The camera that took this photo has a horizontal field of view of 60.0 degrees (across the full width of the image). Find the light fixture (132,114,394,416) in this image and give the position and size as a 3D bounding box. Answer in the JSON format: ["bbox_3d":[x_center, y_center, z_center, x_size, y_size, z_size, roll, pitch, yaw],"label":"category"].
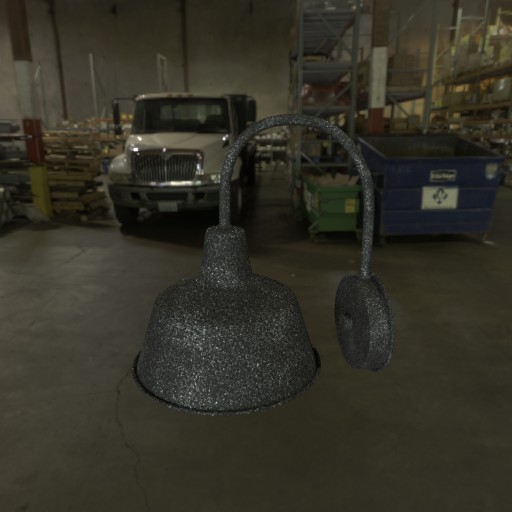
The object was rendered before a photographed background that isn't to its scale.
[{"bbox_3d":[0.000,0.000,0.490,0.283,0.300,0.216,-3,16,-10],"label":"light fixture"}]
